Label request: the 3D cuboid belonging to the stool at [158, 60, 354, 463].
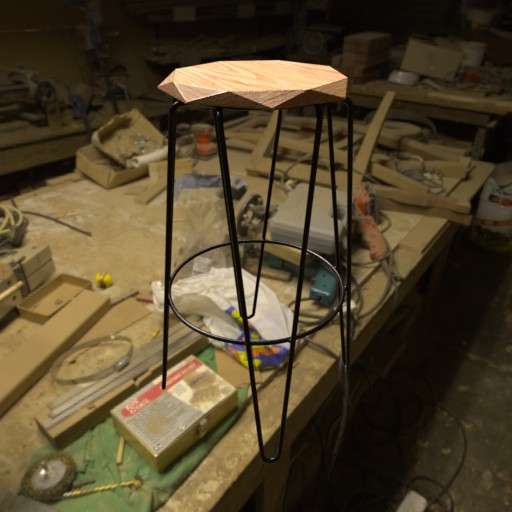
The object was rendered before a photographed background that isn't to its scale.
[{"bbox_3d":[0.000,0.000,0.789,0.326,0.610,0.326,23,38,32],"label":"stool"}]
